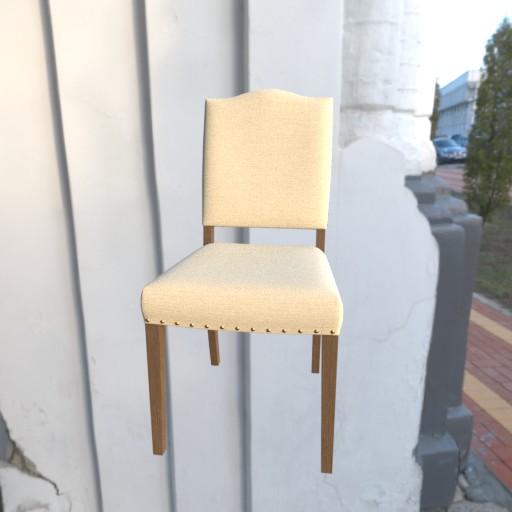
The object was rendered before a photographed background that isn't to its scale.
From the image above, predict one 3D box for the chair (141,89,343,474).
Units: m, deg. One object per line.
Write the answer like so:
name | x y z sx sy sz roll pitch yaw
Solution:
chair | 0.000 0.000 1.359 0.508 1.015 0.619 2 15 8
